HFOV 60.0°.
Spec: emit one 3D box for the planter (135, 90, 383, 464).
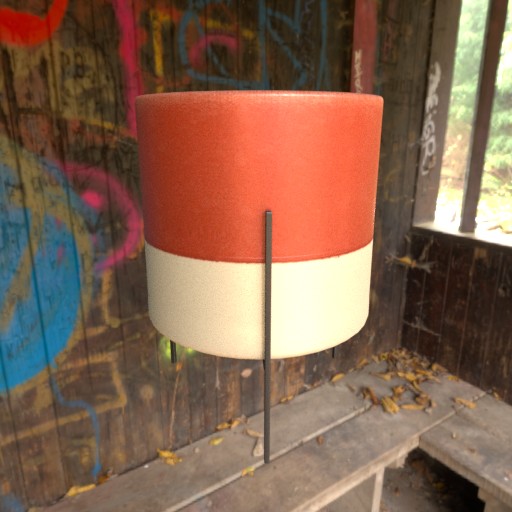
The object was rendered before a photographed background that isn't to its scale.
[{"bbox_3d":[0.000,0.000,0.696,0.354,0.465,0.345,8,18,25],"label":"planter"}]
